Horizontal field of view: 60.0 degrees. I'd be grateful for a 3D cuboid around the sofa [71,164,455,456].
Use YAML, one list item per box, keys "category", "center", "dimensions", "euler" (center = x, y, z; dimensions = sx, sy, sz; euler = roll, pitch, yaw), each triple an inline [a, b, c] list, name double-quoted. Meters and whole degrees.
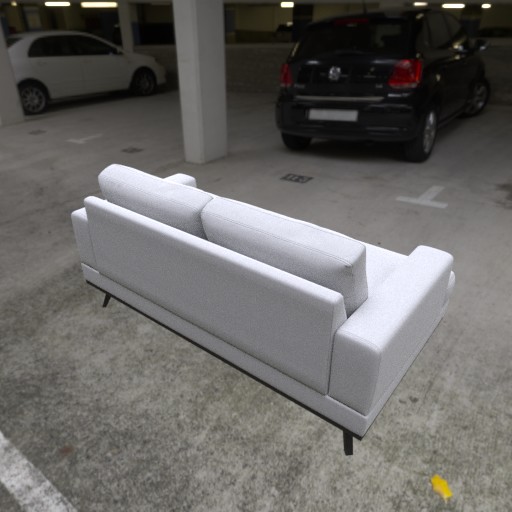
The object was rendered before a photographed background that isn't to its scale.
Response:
- category: "sofa"
  center: [0.000, 0.000, 2.152]
  dimensions: [1.650, 0.810, 0.920]
  euler: [21, 36, 32]
